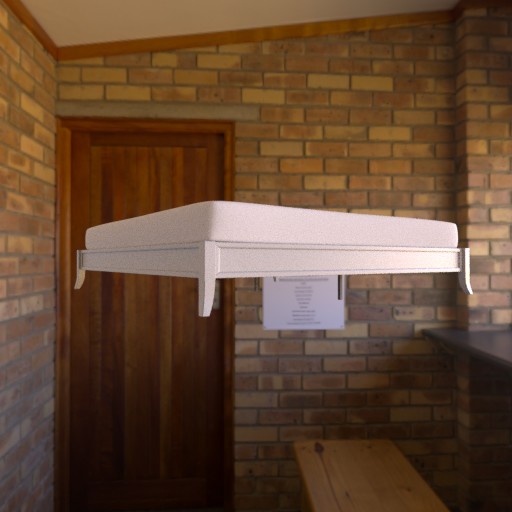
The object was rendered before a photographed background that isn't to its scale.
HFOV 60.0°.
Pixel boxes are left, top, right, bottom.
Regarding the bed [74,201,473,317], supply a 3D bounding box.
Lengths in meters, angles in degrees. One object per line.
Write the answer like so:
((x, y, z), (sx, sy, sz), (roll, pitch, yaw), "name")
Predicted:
((0.000, 0.000, 3.201), (2.007, 0.510, 2.108), (0, -1, -35), "bed")
